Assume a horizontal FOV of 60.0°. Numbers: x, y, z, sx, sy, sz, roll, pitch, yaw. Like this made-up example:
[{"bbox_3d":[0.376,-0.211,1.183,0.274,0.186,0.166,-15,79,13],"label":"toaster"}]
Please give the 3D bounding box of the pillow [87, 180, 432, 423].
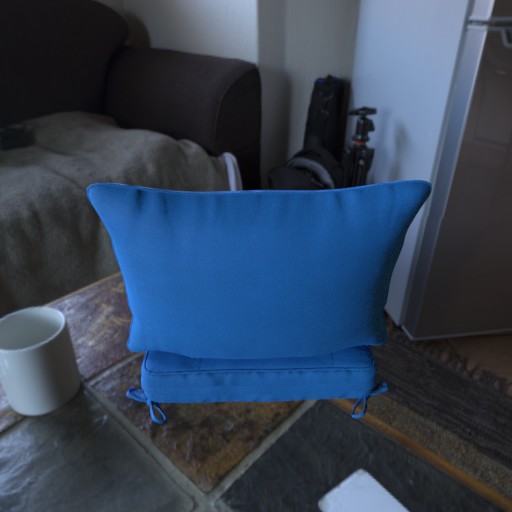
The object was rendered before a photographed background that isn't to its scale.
[{"bbox_3d":[0.000,0.000,1.398,0.798,0.725,0.733,-1,31,-2],"label":"pillow"}]
